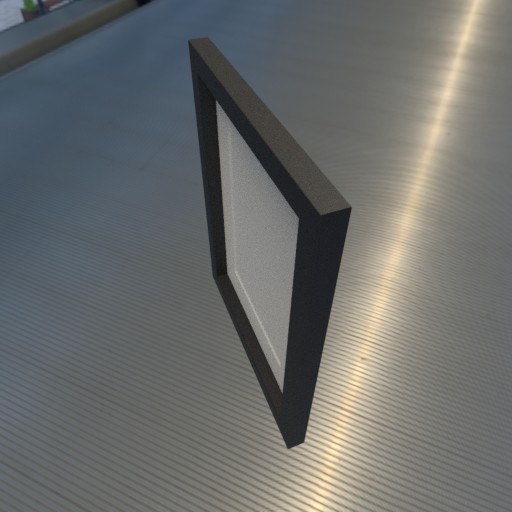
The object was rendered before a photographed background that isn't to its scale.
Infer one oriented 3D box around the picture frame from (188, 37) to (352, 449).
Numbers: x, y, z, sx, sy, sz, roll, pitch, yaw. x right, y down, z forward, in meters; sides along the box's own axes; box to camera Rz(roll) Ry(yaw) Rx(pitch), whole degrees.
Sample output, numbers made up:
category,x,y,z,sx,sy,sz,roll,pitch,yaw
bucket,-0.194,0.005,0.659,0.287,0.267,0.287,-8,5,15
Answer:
category,x,y,z,sx,sy,sz,roll,pitch,yaw
picture frame,0.000,0.000,0.517,0.036,0.383,0.307,-16,48,-15
